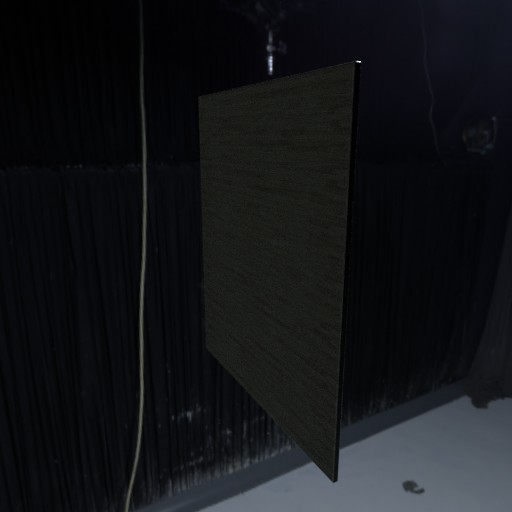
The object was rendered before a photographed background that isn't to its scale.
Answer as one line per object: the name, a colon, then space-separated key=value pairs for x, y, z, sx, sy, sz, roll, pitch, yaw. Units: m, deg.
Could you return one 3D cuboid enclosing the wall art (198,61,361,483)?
wall art: x=0.000 y=0.000 z=0.769 sx=0.009 sy=0.559 sz=0.483 roll=-8 pitch=17 yaw=-27
